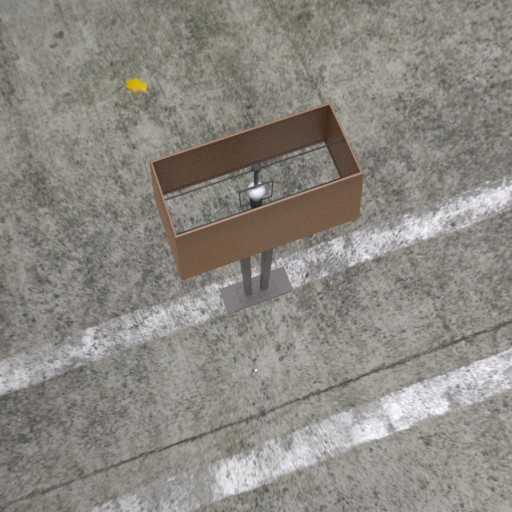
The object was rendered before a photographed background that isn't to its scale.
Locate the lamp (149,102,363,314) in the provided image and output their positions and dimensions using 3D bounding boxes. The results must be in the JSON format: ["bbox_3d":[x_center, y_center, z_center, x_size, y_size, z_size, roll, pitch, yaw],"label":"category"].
[{"bbox_3d":[0.000,0.000,1.616,0.475,1.469,0.233,-19,76,-5],"label":"lamp"}]
